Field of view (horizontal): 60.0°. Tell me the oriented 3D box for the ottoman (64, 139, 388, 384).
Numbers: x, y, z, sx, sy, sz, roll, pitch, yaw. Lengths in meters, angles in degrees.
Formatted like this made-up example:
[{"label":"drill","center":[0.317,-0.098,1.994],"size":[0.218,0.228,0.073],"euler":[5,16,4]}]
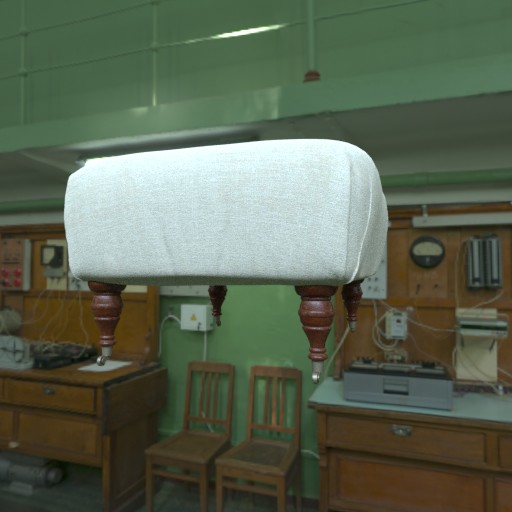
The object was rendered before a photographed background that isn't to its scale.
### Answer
[{"label":"ottoman","center":[0.000,0.000,1.113],"size":[0.622,0.450,0.747],"euler":[0,-1,18]}]
